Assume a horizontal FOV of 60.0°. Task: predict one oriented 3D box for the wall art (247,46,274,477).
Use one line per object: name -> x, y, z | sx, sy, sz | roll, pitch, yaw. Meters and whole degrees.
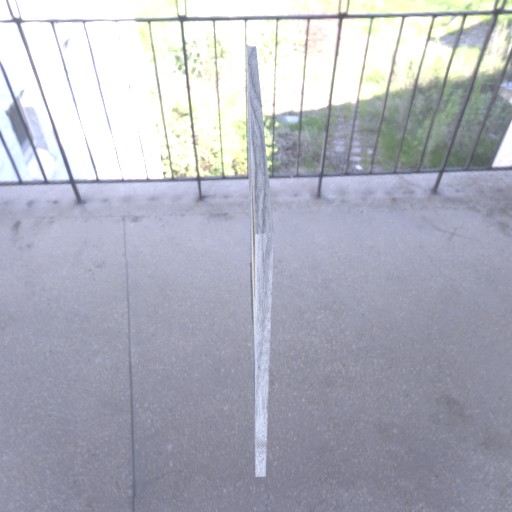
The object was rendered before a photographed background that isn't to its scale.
wall art -> 0.000, 0.000, 0.738 | 0.016, 0.507, 0.508 | -1, 42, -1
